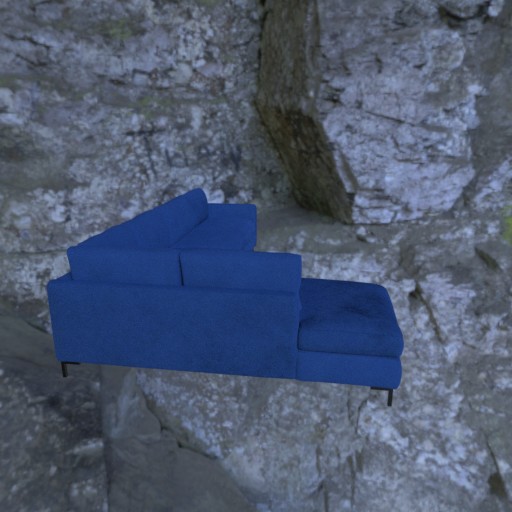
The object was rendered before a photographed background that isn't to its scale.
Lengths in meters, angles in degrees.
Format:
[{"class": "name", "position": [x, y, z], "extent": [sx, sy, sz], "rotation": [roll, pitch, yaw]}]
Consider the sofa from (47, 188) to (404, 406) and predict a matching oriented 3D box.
[{"class": "sofa", "position": [0.000, 0.000, 3.806], "extent": [2.007, 0.815, 2.949], "rotation": [2, 16, 8]}]
